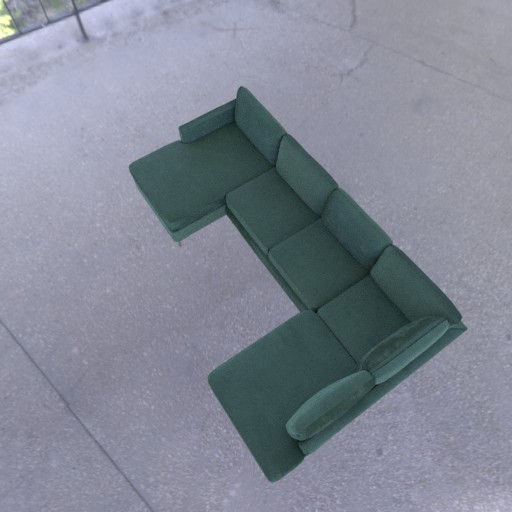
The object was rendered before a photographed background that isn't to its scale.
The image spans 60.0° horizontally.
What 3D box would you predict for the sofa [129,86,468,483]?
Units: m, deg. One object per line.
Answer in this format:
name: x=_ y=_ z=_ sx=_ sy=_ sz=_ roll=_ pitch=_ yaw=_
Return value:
sofa: x=0.000 y=0.000 z=4.329 sx=2.055 sy=0.992 sz=3.434 roll=-31 pitch=67 yaw=-15
